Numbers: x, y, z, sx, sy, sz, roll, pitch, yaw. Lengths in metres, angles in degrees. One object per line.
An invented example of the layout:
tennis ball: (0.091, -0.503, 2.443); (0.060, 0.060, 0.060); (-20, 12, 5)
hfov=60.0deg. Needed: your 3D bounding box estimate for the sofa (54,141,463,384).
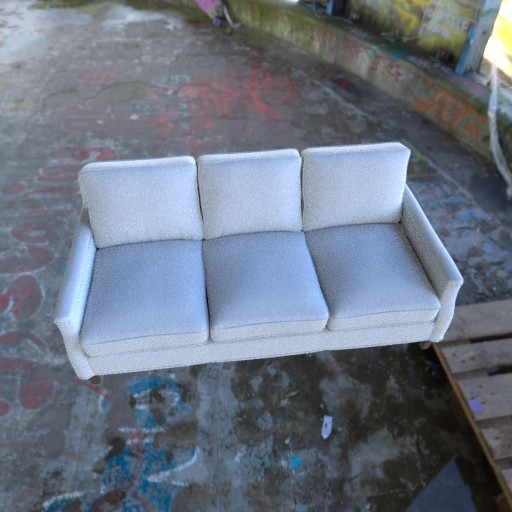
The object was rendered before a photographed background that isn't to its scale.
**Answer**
sofa: (0.000, 0.000, 2.791); (2.246, 1.003, 1.084); (-5, 47, -5)
